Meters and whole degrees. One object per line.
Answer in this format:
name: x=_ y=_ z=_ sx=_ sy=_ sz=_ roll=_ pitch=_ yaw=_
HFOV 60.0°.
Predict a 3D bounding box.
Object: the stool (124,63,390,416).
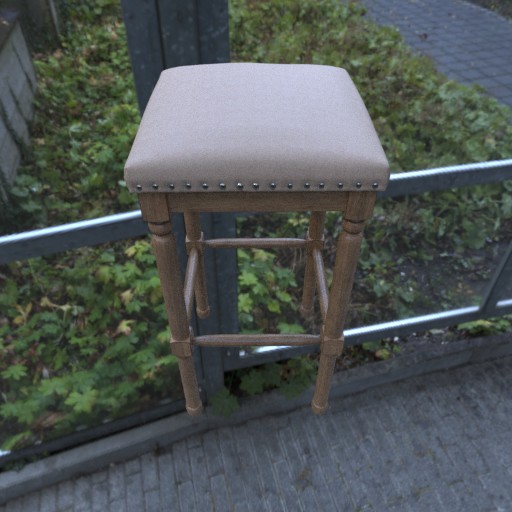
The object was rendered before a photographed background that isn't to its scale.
stool: x=0.000 y=0.000 z=0.983 sx=0.382 sy=0.768 sz=0.383 roll=-1 pitch=42 yaw=-1
